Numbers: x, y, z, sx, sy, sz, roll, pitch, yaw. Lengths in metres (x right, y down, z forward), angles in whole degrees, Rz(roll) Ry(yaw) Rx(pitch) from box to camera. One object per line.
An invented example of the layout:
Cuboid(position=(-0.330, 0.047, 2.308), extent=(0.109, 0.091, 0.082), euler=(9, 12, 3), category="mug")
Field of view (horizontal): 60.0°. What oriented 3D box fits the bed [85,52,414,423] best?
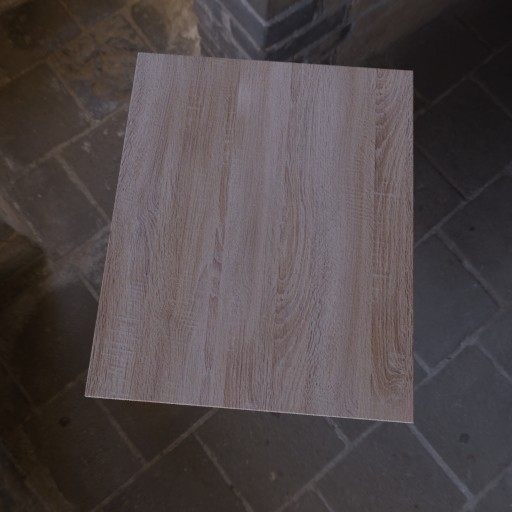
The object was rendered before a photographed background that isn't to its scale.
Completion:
Cuboid(position=(0.000, 0.000, 0.767), extent=(0.401, 0.420, 0.460), euler=(4, 77, 1), category="bed")
